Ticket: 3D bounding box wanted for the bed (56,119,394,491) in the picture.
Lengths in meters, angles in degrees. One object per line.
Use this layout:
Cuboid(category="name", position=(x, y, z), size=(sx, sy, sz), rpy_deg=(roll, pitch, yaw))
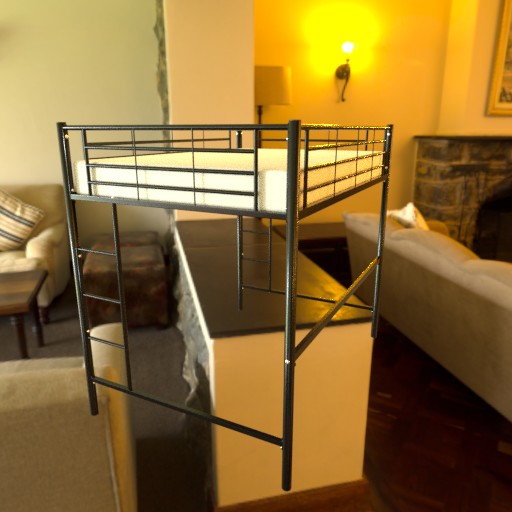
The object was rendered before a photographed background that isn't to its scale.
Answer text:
Cuboid(category="bed", position=(0.000, 0.000, 3.146), size=(1.397, 1.803, 1.994), rpy_deg=(8, 18, 26))
